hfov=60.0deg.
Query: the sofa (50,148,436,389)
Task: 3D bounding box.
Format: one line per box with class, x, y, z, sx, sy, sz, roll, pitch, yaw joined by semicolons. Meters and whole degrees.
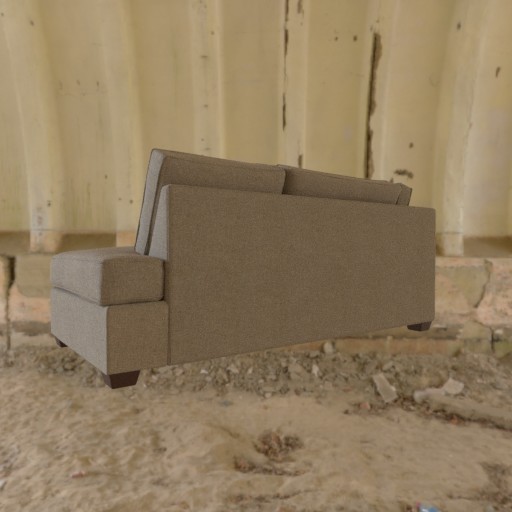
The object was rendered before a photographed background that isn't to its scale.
sofa;0.000;0.000;2.776;2.238;1.019;1.110;-1;1;-36
